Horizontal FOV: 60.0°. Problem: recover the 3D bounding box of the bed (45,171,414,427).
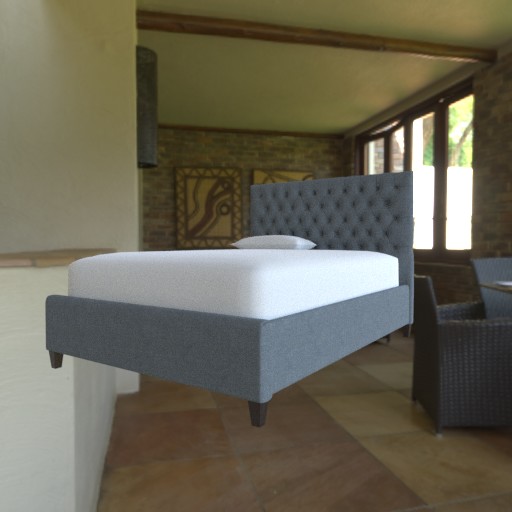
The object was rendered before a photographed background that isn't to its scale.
[{"bbox_3d":[0.000,0.000,3.308,1.698,1.411,2.335,1,2,35],"label":"bed"}]
